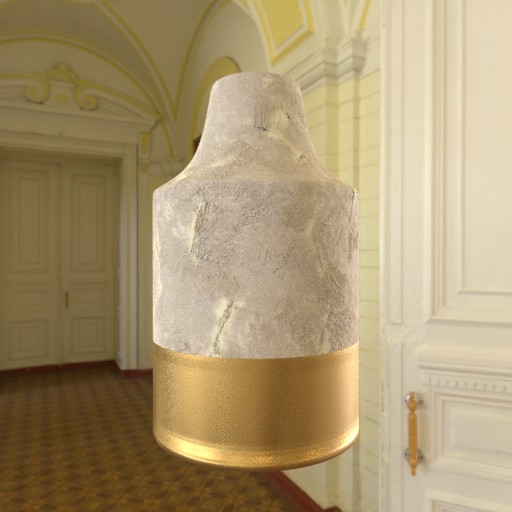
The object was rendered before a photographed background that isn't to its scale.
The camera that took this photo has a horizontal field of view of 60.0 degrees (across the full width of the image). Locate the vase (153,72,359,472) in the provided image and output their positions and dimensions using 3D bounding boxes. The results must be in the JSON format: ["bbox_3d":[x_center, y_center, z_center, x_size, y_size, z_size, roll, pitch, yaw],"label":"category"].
[{"bbox_3d":[0.000,0.000,0.405,0.184,0.305,0.184,0,1,0],"label":"vase"}]
